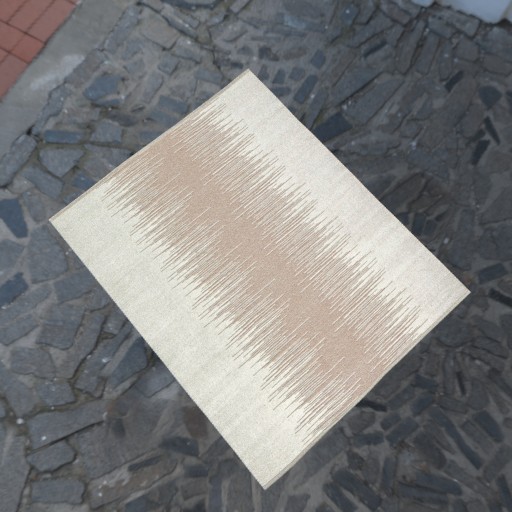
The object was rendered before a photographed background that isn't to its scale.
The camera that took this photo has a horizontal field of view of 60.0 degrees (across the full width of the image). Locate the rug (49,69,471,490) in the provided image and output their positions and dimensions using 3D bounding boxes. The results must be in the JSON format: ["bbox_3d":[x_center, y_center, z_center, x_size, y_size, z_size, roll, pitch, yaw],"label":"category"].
[{"bbox_3d":[0.000,0.000,4.019,2.438,0.013,3.048,-40,80,-9],"label":"rug"}]
